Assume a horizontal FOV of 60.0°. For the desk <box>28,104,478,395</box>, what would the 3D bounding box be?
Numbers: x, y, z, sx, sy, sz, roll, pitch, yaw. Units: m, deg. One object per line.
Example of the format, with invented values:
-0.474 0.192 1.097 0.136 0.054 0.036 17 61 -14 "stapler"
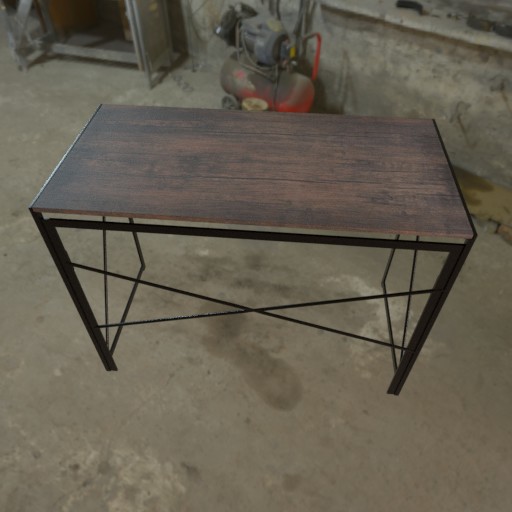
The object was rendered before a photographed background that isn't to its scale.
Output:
0.000 0.000 1.439 1.015 0.747 0.505 4 46 4 "desk"
